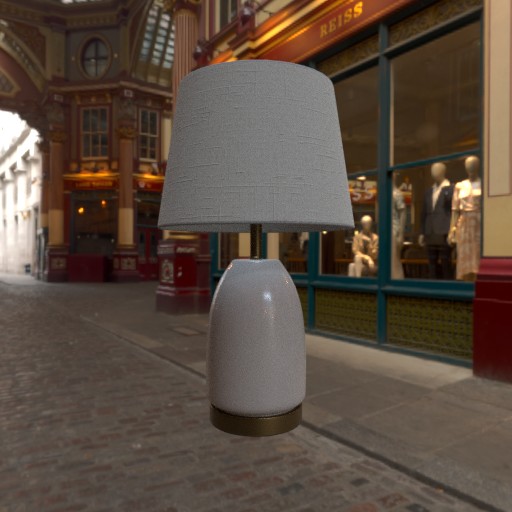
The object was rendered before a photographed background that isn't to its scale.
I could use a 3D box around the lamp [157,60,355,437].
[{"bbox_3d":[0.000,0.000,0.658,0.285,0.483,0.285,0,1,0],"label":"lamp"}]
